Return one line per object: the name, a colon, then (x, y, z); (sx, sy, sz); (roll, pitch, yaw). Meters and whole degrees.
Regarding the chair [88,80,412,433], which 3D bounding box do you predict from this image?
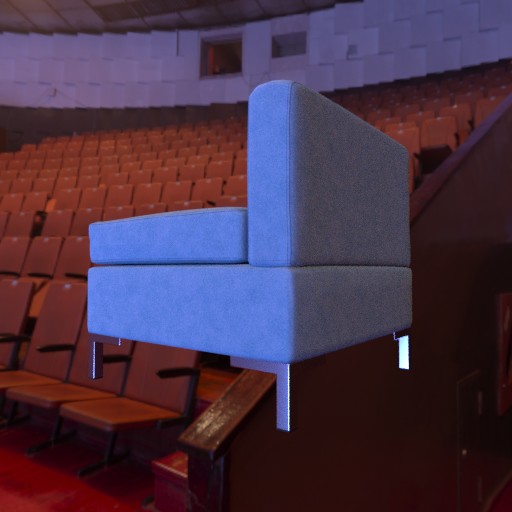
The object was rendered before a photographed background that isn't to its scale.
chair: (0.000, 0.000, 1.261); (0.685, 0.660, 0.684); (-1, -2, 38)
